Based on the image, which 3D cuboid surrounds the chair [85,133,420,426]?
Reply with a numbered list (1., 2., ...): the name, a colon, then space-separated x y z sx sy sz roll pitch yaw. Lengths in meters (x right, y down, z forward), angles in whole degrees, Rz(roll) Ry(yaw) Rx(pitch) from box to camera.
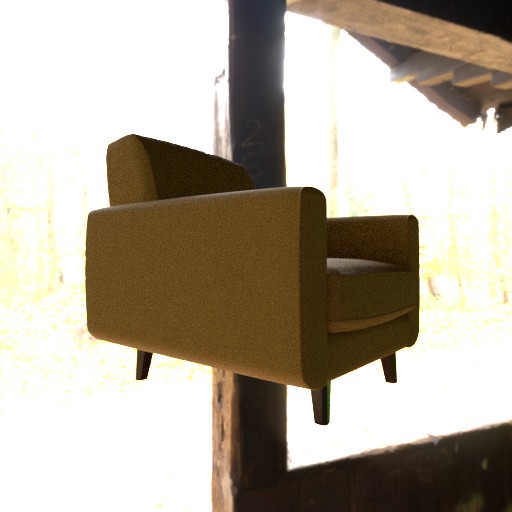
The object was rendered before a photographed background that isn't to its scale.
1. chair: 0.000 0.000 1.521 0.909 0.841 0.831 -1 -1 37
